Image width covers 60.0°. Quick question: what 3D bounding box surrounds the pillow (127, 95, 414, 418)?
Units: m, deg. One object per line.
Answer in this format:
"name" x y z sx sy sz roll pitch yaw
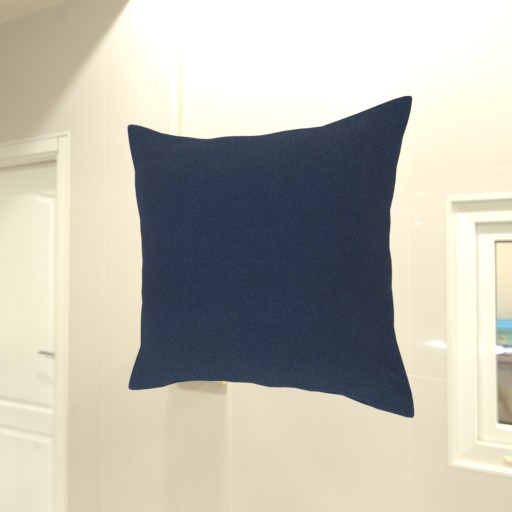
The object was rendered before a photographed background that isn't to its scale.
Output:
"pillow" 0.000 0.000 0.692 0.463 0.454 0.173 0 -1 17
